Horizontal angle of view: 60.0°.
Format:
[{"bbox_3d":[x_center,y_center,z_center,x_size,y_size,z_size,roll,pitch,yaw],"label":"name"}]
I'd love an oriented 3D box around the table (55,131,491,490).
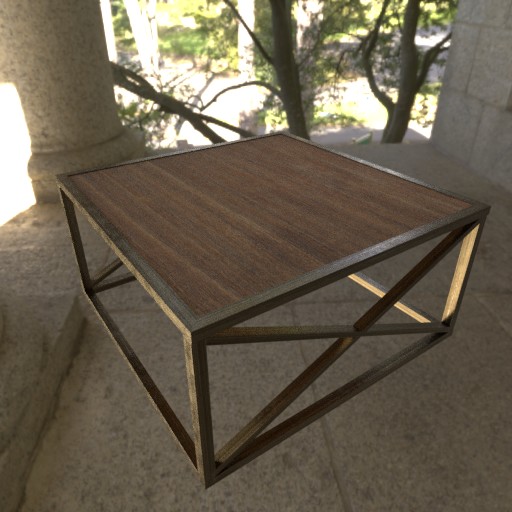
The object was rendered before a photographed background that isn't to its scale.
[{"bbox_3d":[0.000,0.000,1.398,0.899,0.451,0.909,-20,36,-29],"label":"table"}]
